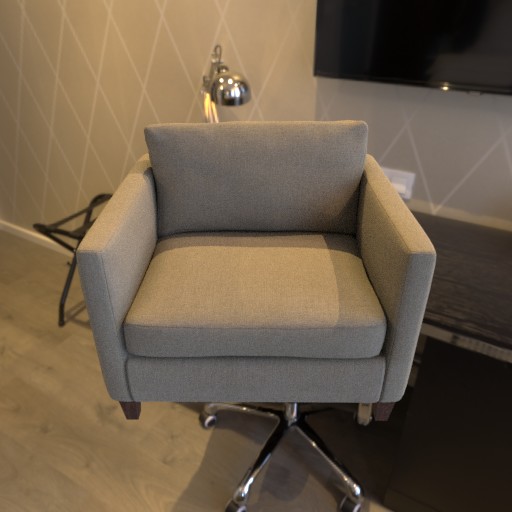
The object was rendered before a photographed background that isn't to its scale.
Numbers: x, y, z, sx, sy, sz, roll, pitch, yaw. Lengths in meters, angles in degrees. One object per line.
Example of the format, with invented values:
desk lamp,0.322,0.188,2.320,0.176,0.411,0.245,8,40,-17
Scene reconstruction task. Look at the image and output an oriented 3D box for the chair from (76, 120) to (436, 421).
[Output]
chair,0.000,0.000,1.813,1.107,0.963,0.959,0,31,0
